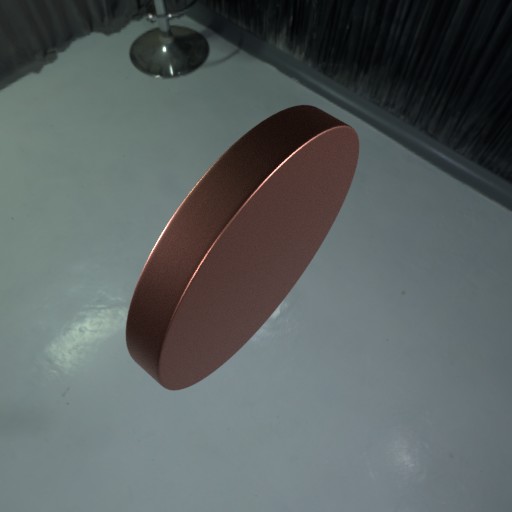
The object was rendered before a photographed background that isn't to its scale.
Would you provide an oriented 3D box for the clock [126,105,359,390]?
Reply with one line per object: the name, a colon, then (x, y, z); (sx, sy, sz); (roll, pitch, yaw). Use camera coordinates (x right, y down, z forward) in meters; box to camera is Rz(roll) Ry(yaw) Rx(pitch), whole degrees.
clock: (0.000, 0.000, 0.463); (0.040, 0.313, 0.313); (36, 67, 18)
